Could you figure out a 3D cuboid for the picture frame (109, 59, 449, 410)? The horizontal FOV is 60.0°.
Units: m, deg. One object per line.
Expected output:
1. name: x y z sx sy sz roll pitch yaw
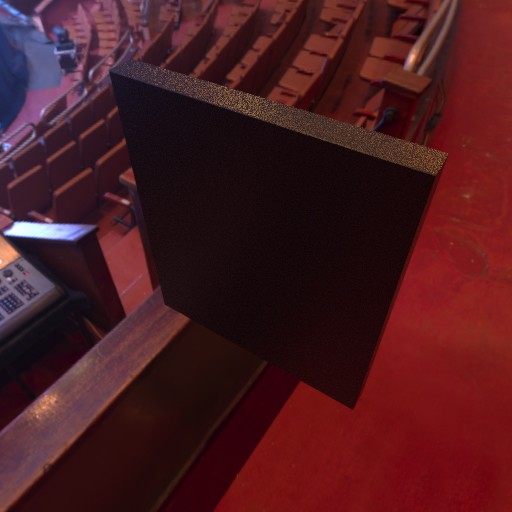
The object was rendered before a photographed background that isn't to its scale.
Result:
1. picture frame: 0.000 0.000 0.526 0.328 0.378 0.034 25 51 22
